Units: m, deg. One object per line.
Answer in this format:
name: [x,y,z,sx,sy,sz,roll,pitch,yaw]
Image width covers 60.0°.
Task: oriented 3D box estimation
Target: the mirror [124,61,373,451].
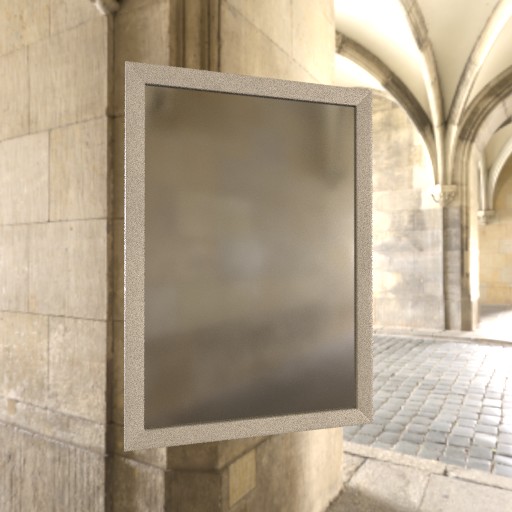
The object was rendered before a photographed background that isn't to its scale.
mirror: [0.000,0.000,0.894,0.507,0.710,0.040,0,-1,-16]
